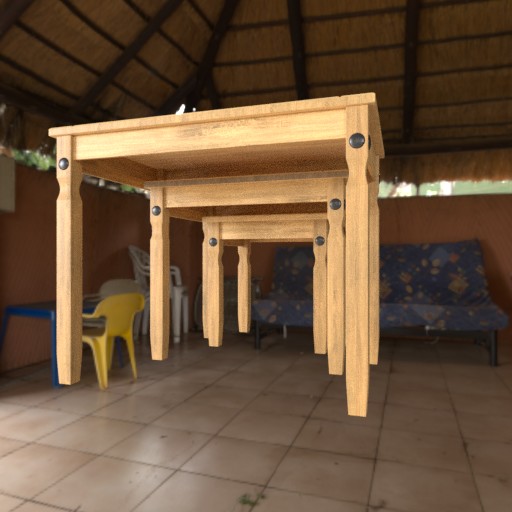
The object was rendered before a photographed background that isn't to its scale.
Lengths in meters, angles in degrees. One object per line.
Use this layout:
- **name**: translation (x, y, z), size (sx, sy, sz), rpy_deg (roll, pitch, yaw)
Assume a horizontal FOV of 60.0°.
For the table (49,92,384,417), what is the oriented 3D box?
- **table**: translation (0.000, 0.000, 1.191), size (0.660, 0.535, 0.773), rpy_deg (0, 0, 18)
